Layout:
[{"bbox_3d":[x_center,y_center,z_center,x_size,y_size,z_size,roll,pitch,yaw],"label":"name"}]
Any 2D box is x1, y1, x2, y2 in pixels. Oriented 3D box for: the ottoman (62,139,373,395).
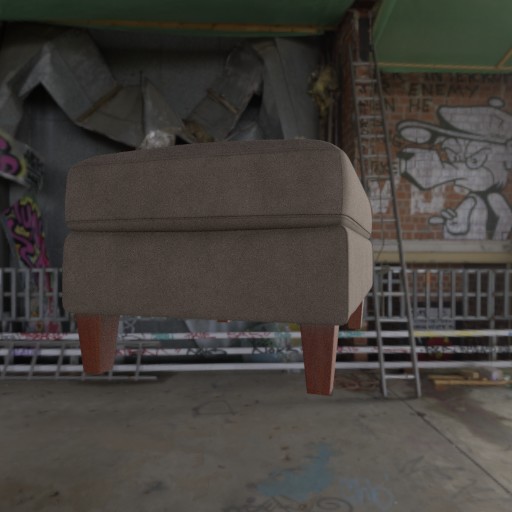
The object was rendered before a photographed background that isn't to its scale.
[{"bbox_3d":[0.000,0.000,1.210,0.584,0.483,0.864,0,0,17],"label":"ottoman"}]
